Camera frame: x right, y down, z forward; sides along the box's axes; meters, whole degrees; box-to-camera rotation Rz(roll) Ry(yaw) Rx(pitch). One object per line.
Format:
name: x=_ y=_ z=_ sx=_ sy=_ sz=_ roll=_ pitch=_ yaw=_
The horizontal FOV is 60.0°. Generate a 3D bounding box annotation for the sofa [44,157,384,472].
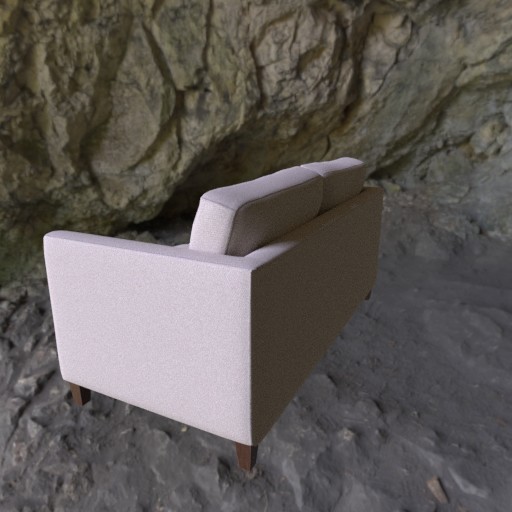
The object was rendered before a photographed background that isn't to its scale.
sofa: x=0.000 y=0.000 z=2.162 sx=0.873 sy=0.888 sz=1.722 roll=8 pitch=19 yaw=26
